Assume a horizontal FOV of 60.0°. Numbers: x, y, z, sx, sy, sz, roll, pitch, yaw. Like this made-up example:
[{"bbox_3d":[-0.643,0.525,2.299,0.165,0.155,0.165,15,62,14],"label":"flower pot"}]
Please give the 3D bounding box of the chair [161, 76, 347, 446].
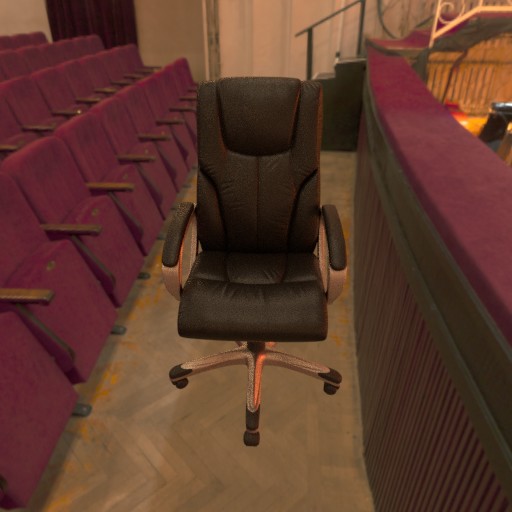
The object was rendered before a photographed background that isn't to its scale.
[{"bbox_3d":[0.000,0.000,1.637,0.700,1.145,0.780,1,30,2],"label":"chair"}]
